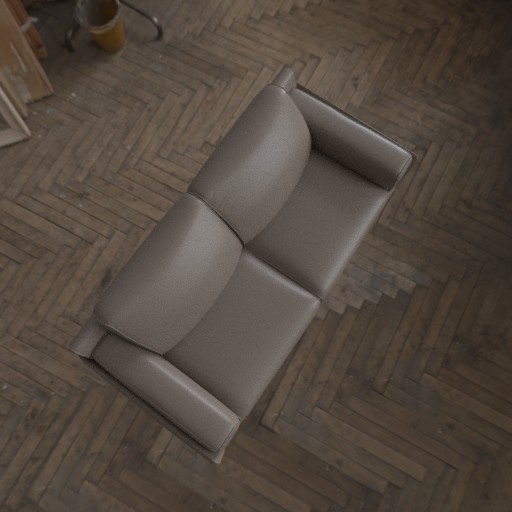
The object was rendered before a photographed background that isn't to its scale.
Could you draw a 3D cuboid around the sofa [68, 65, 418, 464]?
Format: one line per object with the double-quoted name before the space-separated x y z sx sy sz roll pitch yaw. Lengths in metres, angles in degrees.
"sofa" 0.000 0.000 2.619 1.049 0.930 2.101 34 78 8
